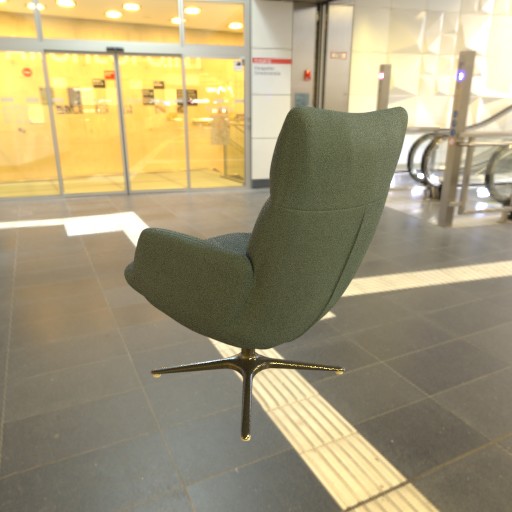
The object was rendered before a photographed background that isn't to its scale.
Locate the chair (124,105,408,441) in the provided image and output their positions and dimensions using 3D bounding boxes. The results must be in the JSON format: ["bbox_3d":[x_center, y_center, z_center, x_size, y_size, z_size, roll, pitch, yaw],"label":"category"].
[{"bbox_3d":[0.000,0.000,1.591,0.889,1.016,0.711,17,25,42],"label":"chair"}]
